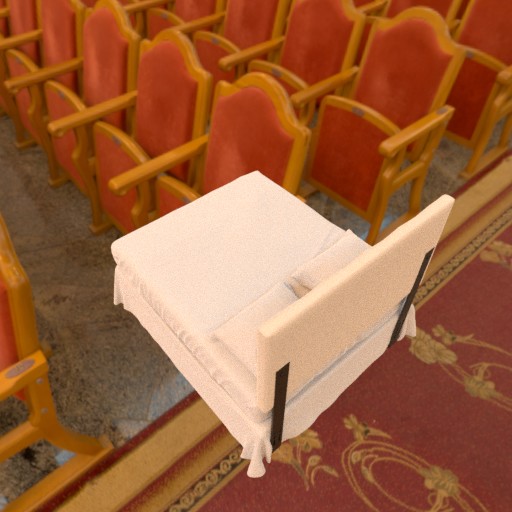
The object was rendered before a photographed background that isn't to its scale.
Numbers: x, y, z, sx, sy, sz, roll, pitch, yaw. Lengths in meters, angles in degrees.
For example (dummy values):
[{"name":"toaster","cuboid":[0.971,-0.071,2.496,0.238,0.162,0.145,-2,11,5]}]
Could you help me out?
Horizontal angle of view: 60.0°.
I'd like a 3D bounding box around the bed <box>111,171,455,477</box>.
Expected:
[{"name":"bed","cuboid":[0.000,0.000,3.568,1.936,1.577,2.222,-32,54,-27]}]
